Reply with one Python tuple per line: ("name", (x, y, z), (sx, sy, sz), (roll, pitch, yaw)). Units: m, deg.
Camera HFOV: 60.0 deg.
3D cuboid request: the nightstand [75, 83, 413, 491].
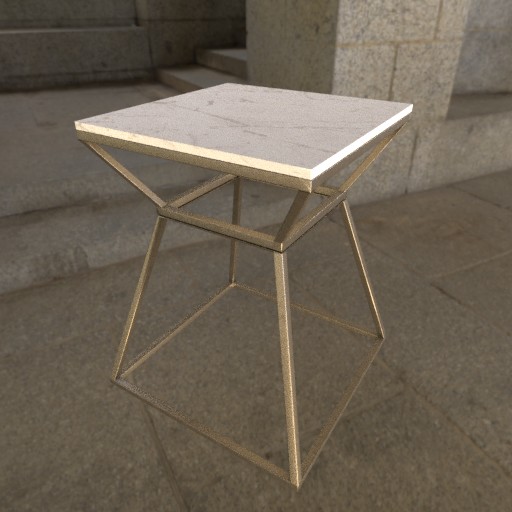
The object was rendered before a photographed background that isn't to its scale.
("nightstand", (0.000, 0.000, 0.875), (0.455, 0.554, 0.455), (18, 35, 27))
